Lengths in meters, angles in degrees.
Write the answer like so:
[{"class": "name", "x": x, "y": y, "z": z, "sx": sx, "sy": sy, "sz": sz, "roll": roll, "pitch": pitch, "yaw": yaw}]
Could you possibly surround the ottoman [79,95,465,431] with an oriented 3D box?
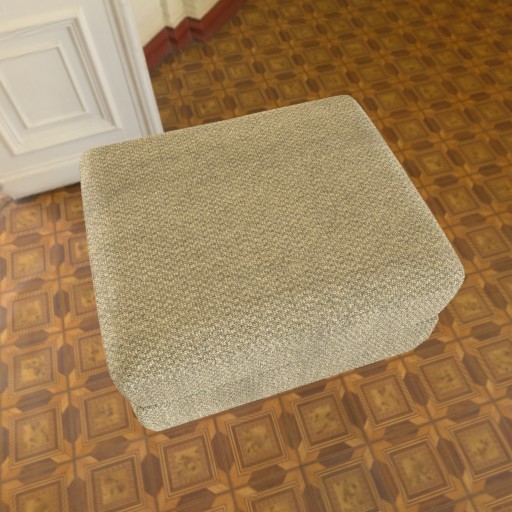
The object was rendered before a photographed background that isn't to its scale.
[{"class": "ottoman", "x": 0.000, "y": 0.000, "z": 1.115, "sx": 0.751, "sy": 0.476, "sz": 0.603, "roll": -15, "pitch": 60, "yaw": -9}]
